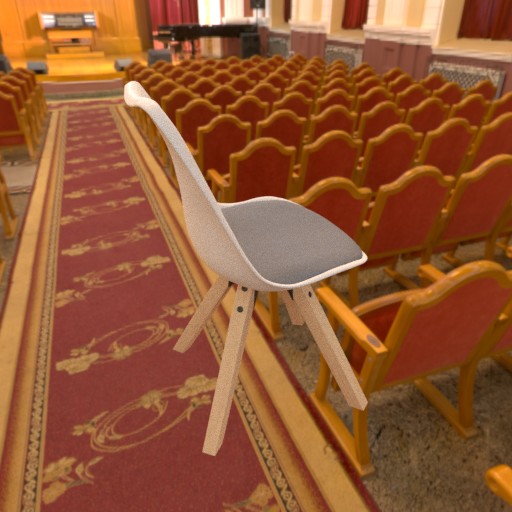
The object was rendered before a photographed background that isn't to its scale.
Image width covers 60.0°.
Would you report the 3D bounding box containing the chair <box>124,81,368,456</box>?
[{"bbox_3d":[0.000,0.000,1.157,0.550,0.850,0.485,-10,30,-17],"label":"chair"}]
